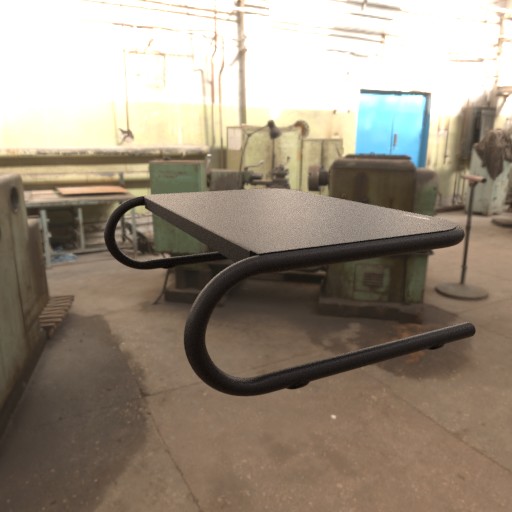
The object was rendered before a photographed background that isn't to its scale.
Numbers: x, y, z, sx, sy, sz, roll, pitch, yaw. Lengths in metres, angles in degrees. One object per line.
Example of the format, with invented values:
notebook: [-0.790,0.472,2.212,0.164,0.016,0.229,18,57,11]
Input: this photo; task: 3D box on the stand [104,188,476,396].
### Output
stand: [0.000,0.000,0.502,0.280,0.108,0.370,-7,16,-25]
